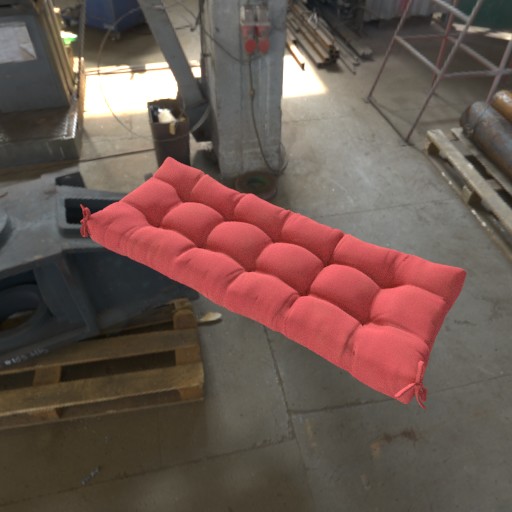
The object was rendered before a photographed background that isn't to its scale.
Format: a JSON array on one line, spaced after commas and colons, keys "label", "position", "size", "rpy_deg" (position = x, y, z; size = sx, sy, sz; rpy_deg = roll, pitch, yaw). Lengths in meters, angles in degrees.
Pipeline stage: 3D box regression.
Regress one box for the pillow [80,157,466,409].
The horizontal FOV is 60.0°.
[{"label": "pillow", "position": [0.000, 0.000, 1.364], "size": [1.194, 0.174, 0.511], "rpy_deg": [24, 50, 22]}]
